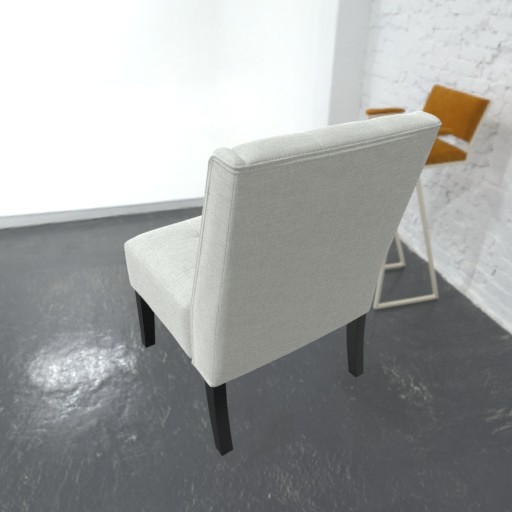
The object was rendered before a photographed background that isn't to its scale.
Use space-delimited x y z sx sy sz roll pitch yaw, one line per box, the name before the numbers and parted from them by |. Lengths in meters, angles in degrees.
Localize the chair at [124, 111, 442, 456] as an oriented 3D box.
chair | 0.000 0.000 1.282 0.569 0.853 0.676 -19 34 -30
